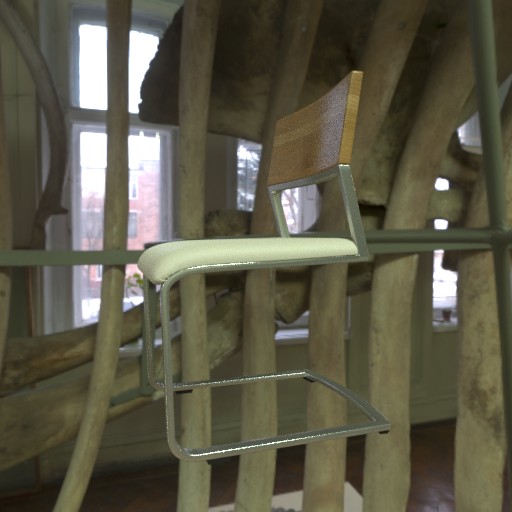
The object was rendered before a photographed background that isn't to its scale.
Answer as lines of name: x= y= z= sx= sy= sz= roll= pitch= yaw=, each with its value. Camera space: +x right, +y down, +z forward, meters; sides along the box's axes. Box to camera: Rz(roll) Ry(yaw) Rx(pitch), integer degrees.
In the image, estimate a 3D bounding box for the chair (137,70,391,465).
chair: x=0.000 y=0.000 z=1.174 sx=0.585 sy=0.844 sz=0.467 roll=-1 pitch=3 yaw=-19
